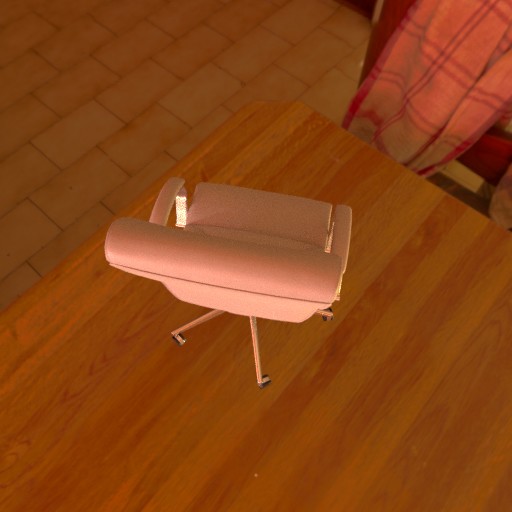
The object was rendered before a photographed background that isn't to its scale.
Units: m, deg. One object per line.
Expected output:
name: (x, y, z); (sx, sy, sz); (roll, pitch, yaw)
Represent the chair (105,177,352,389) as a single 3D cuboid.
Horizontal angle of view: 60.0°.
chair: (0.000, 0.000, 1.620); (0.727, 1.099, 0.745); (10, 64, 5)
